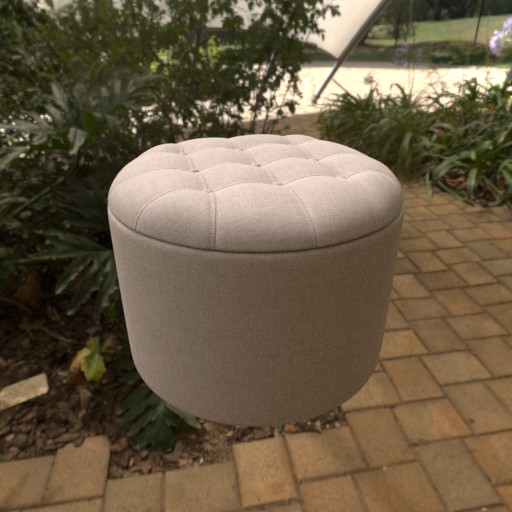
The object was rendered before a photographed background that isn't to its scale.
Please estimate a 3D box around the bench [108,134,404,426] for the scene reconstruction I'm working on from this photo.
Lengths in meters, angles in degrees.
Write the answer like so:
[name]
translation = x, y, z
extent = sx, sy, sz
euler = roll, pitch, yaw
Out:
[bench]
translation = 0.000, 0.000, 1.000
extent = 0.600, 0.453, 0.600
euler = 0, 28, 0
